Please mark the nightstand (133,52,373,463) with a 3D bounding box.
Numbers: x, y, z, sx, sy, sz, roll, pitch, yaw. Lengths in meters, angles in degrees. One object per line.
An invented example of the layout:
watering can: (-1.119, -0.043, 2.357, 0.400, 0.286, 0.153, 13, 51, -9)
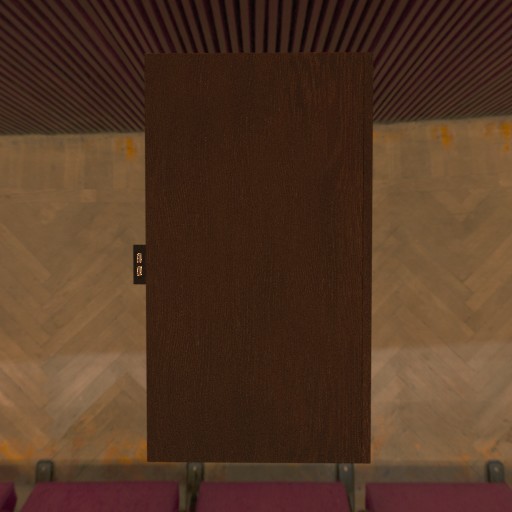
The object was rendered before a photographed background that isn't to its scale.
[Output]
nightstand: (0.000, 0.000, 1.141, 0.457, 0.612, 0.775, 0, 91, 1)
